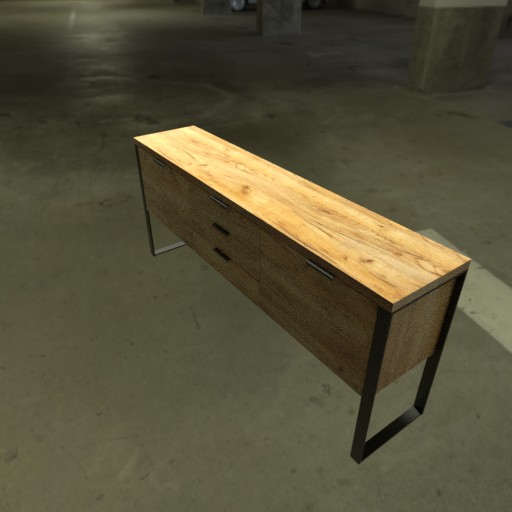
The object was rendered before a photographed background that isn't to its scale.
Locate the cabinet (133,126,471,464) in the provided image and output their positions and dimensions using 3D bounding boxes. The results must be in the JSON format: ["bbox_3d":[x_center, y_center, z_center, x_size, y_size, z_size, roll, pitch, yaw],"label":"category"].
[{"bbox_3d":[0.000,0.000,2.137,0.395,0.762,1.800,-21,38,-30],"label":"cabinet"}]
